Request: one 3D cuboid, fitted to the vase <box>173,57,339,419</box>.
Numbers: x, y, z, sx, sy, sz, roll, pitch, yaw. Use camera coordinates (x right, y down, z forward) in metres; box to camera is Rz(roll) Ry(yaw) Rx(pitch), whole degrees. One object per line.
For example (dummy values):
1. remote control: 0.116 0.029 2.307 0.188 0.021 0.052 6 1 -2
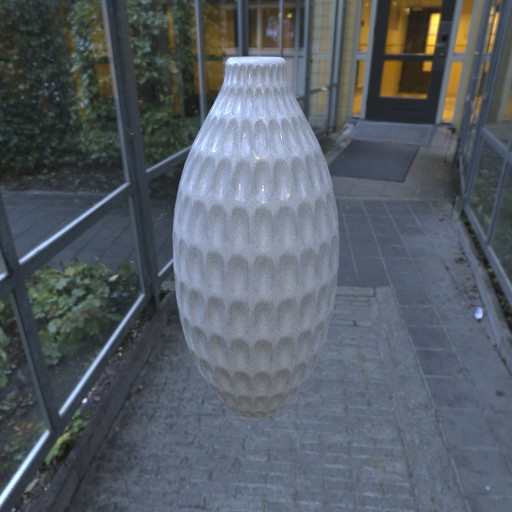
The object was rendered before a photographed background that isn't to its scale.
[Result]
1. vase: 0.000 0.000 0.345 0.127 0.282 0.127 0 26 0
